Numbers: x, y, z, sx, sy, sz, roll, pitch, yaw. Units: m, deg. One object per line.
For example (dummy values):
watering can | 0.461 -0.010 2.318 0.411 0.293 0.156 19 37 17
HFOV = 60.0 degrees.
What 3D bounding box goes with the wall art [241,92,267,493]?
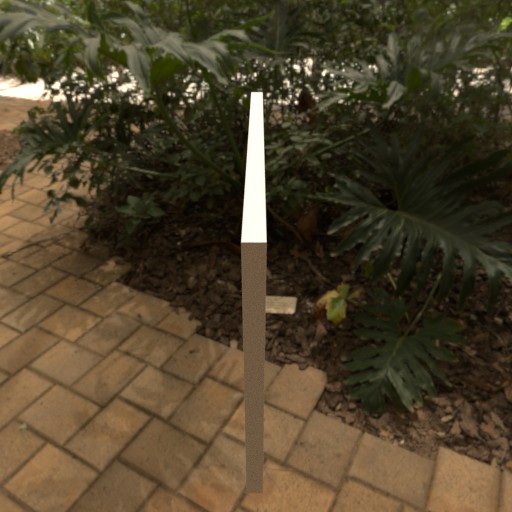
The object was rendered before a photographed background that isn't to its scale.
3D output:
wall art | 0.000 0.000 1.676 0.051 0.902 1.308 0 33 0
